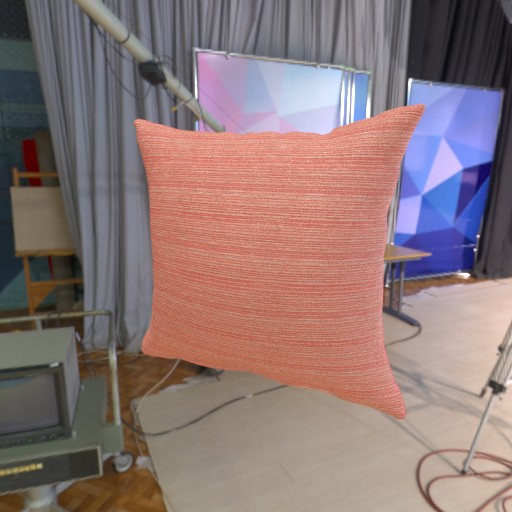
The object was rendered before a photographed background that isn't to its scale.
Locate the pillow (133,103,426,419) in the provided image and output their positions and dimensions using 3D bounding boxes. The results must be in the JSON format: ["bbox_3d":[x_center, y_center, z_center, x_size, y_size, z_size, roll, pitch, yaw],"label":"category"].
[{"bbox_3d":[0.000,0.000,0.802,0.559,0.501,0.229,7,15,26],"label":"pillow"}]
